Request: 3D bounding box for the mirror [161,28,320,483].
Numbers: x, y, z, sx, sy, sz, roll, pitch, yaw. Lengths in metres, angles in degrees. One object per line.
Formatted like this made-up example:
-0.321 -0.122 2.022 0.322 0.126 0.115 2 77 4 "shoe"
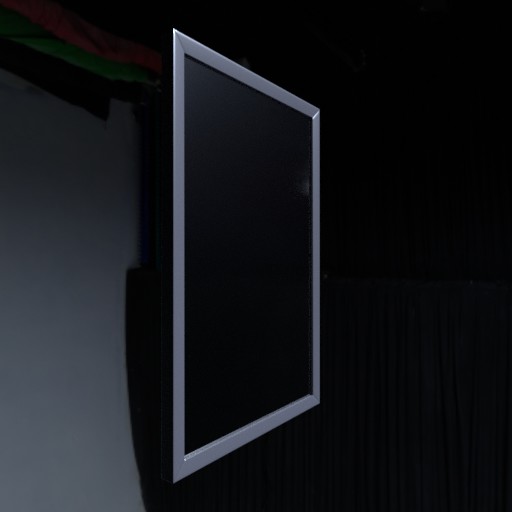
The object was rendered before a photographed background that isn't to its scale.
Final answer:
0.000 0.000 1.146 0.040 0.915 0.609 0 0 37 "mirror"
